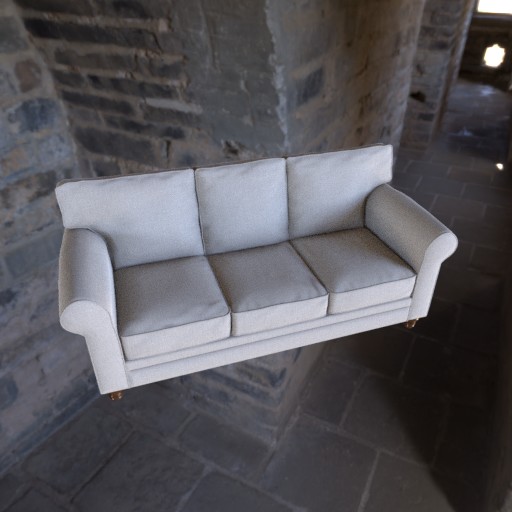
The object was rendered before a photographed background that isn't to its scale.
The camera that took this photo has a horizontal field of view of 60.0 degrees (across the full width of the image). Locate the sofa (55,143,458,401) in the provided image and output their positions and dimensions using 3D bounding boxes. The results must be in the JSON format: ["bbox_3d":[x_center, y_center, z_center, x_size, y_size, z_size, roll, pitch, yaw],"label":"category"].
[{"bbox_3d":[0.000,0.000,2.588,2.084,0.961,0.916,-10,34,-15],"label":"sofa"}]
